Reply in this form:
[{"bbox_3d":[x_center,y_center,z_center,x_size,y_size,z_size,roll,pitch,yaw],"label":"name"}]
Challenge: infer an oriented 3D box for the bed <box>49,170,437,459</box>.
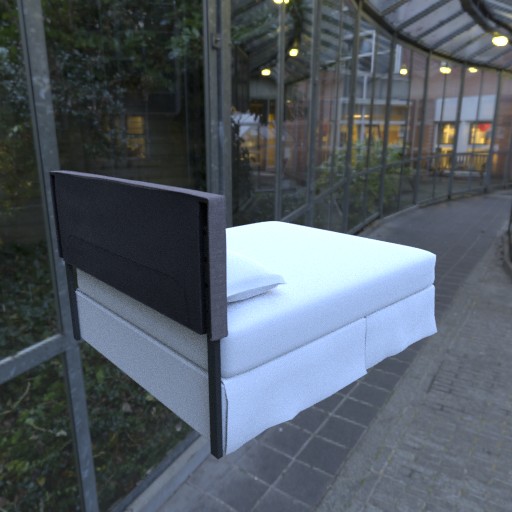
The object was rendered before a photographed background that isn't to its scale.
[{"bbox_3d":[0.000,0.000,2.807,1.894,1.089,1.610,-14,20,-41],"label":"bed"}]
